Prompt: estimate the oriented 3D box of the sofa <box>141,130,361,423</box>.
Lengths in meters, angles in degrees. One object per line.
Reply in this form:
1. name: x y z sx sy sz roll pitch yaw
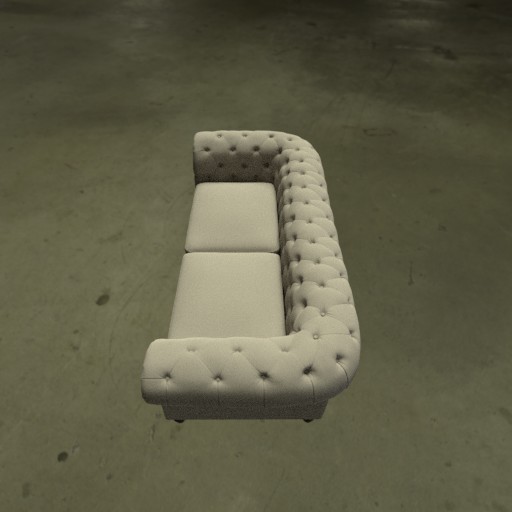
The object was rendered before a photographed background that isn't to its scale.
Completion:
1. sofa: 0.000 0.000 2.909 0.991 0.749 2.411 0 41 0
